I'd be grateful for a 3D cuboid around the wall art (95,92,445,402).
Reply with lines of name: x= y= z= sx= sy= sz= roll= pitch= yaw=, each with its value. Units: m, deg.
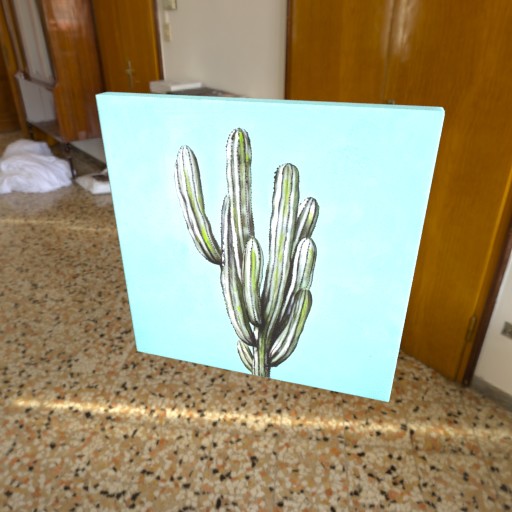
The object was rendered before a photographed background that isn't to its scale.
wall art: x=0.000 y=0.000 z=1.140 sx=0.765 sy=0.766 sz=0.054 roll=8 pitch=29 yaw=14
